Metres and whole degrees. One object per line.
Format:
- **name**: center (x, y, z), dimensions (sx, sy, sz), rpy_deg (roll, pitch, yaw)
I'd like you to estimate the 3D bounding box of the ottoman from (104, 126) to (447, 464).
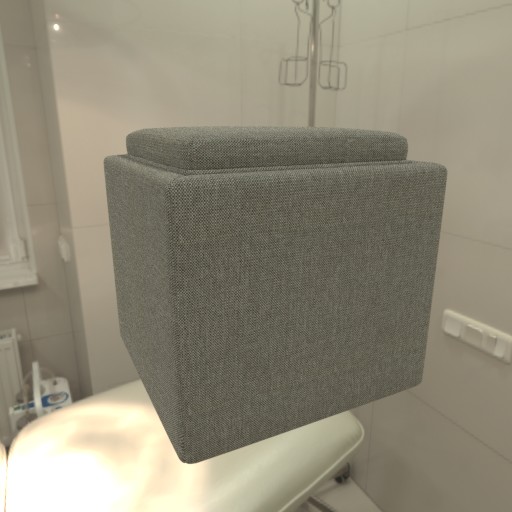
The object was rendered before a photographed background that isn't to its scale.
- **ottoman**: center (0.000, 0.000, 0.820), dimensions (0.450, 0.460, 0.450), rpy_deg (-8, 19, -26)
